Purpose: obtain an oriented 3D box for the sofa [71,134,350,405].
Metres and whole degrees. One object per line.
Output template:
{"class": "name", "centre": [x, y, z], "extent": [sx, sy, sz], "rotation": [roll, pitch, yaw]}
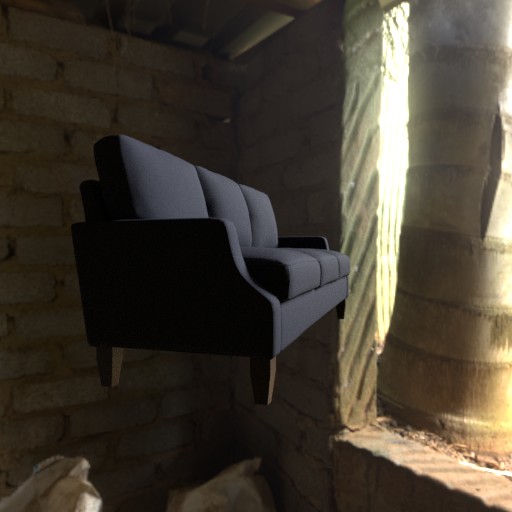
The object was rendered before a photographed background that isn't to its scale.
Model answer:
{"class": "sofa", "centre": [0.000, 0.000, 2.578], "extent": [0.888, 0.984, 2.115], "rotation": [0, 1, 18]}
